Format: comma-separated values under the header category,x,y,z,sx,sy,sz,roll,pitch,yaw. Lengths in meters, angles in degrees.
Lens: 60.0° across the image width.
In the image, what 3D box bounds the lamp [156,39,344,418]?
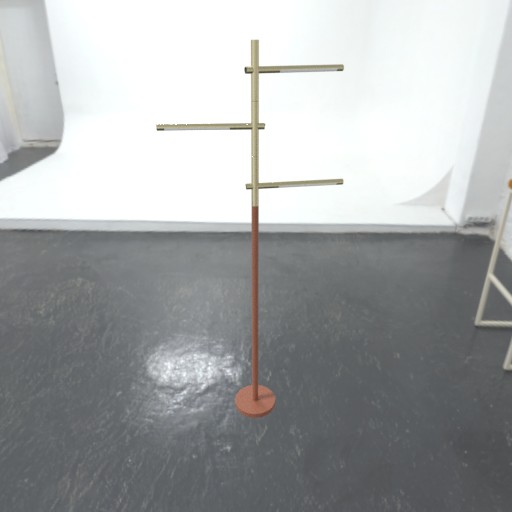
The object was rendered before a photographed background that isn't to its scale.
category,x,y,z,sx,sy,sz,roll,pitch,yaw
lamp,0.000,0.000,1.942,0.737,1.704,0.209,-8,27,-16
